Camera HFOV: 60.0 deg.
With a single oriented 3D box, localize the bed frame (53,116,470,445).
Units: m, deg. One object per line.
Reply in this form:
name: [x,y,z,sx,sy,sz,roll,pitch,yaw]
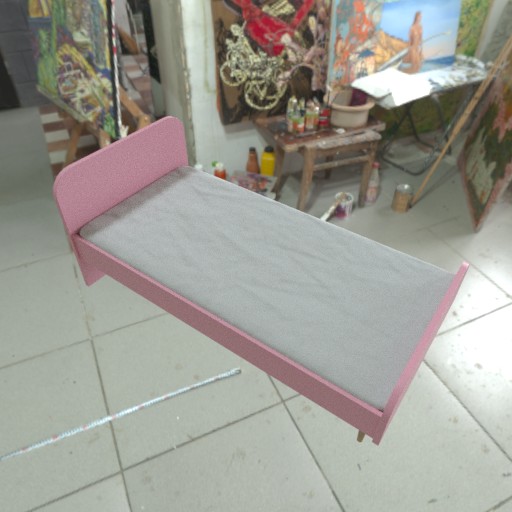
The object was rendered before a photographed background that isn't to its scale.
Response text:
bed frame: [0.000,0.000,2.441,1.963,0.805,0.998,26,48,26]
